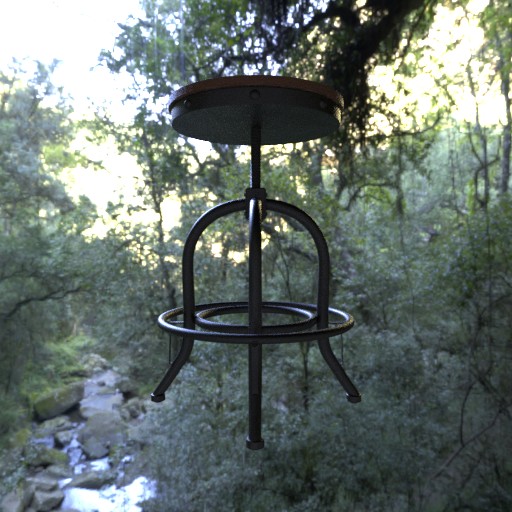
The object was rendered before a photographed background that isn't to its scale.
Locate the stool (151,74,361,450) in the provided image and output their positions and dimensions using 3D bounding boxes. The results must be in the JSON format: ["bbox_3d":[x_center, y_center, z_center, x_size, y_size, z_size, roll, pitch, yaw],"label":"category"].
[{"bbox_3d":[0.000,0.000,0.912,0.439,0.609,0.439,0,2,0],"label":"stool"}]
